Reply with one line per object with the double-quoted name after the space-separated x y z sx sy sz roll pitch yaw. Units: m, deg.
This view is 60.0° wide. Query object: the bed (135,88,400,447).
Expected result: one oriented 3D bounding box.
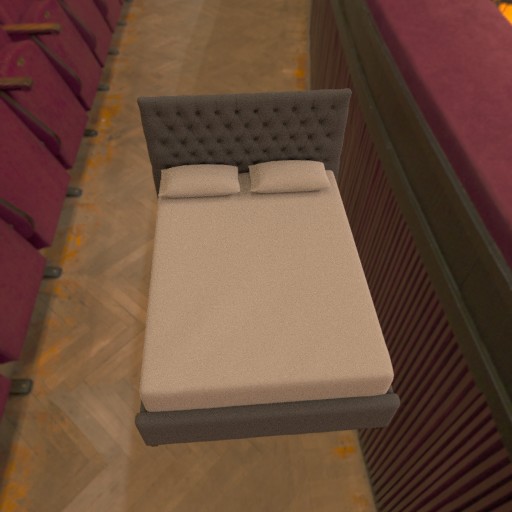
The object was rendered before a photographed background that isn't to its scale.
0.000 0.000 3.300 1.698 1.427 2.231 -3 49 -3 "bed"
